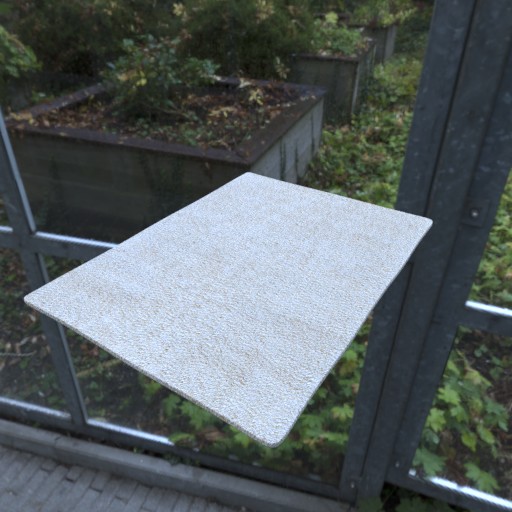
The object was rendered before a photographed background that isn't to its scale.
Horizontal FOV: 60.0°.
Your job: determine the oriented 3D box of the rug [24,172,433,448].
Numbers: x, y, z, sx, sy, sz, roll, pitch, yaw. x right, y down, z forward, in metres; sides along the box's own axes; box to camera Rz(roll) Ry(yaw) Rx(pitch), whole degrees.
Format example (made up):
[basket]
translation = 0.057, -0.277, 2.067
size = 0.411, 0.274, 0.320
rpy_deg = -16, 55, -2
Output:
[rug]
translation = 0.000, 0.000, 2.066
size = 1.200, 0.027, 1.600
rpy_deg = 20, 38, 28
